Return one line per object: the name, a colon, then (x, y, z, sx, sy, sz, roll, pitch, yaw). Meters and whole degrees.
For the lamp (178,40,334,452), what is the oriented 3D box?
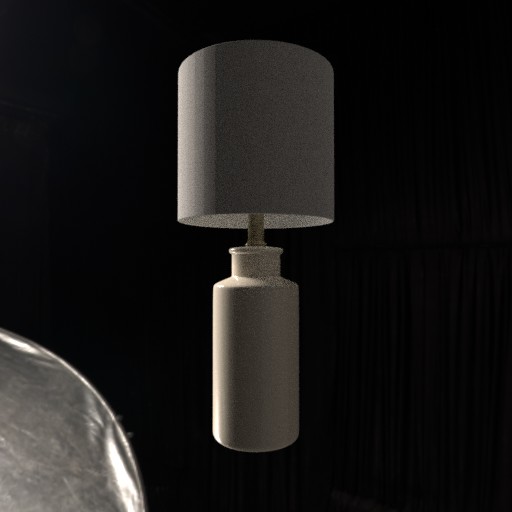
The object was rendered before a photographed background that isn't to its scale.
lamp: (0.000, 0.000, 0.610, 0.212, 0.493, 0.212, -1, -1, 36)
